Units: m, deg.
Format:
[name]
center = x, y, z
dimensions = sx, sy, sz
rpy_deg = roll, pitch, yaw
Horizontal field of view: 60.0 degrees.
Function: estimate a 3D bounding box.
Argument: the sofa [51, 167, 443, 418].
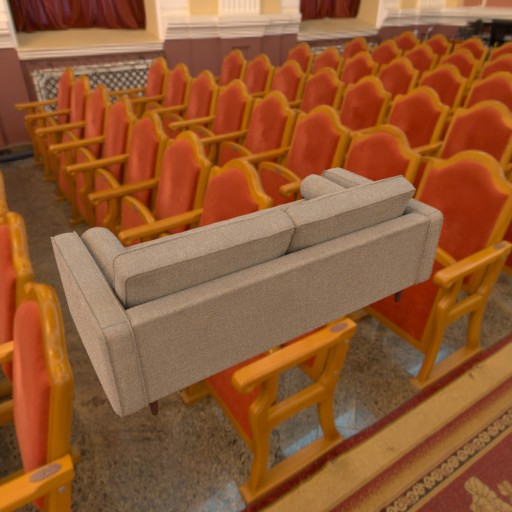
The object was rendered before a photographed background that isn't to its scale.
[sofa]
center = 0.000, 0.000, 2.384
dimensions = 1.879, 0.762, 0.914
rpy_deg = -18, 35, -27
